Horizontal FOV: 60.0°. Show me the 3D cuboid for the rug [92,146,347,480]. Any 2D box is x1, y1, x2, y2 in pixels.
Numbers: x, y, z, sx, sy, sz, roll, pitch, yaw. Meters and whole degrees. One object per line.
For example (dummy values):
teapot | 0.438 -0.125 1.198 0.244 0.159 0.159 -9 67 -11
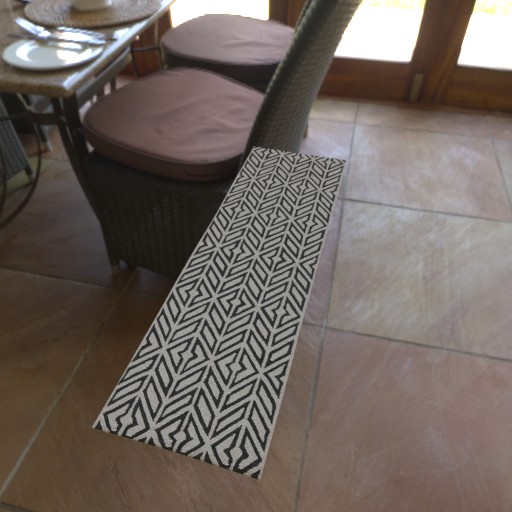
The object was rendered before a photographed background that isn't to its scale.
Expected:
rug | 0.000 0.000 2.662 0.750 0.009 2.435 12 45 12
